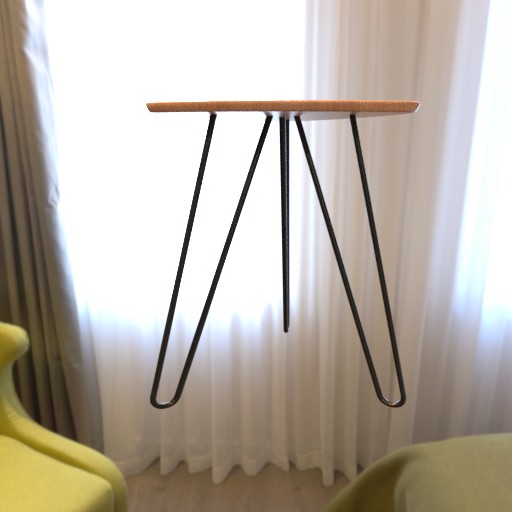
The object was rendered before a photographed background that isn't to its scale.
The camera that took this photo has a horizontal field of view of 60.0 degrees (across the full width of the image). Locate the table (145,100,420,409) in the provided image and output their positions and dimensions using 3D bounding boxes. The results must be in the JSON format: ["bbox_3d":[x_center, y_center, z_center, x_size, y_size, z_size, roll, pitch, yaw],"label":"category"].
[{"bbox_3d":[0.000,0.000,0.881,0.455,0.564,0.442,-7,16,-26],"label":"table"}]
